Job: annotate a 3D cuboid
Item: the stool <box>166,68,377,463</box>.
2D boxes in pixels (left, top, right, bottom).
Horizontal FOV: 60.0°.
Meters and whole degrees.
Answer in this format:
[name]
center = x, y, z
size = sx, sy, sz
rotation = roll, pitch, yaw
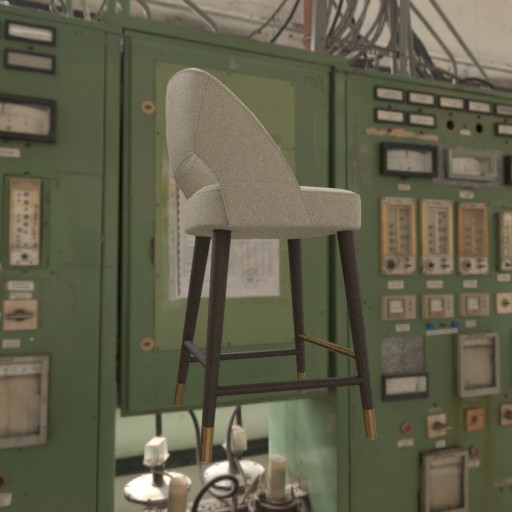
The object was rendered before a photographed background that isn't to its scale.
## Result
[stool]
center = 0.000, 0.000, 1.273
size = 0.509, 0.940, 0.494
rotation = 0, -1, -18
